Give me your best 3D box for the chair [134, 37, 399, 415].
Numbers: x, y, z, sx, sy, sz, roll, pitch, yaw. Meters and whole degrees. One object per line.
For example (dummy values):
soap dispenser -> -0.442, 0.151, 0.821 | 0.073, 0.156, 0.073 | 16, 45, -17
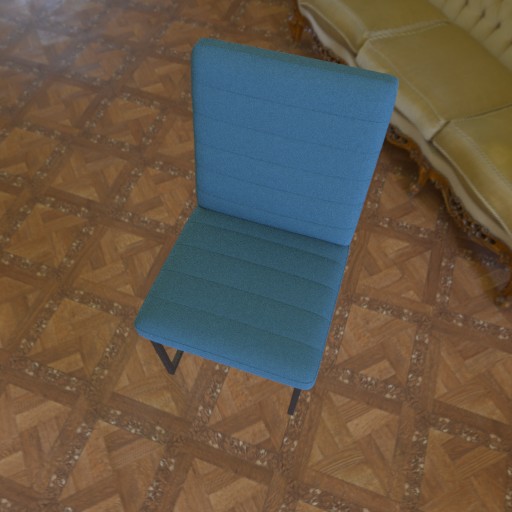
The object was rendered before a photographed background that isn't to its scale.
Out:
chair -> 0.000, 0.000, 1.305 | 0.520, 0.930, 0.634 | 16, 60, 9
